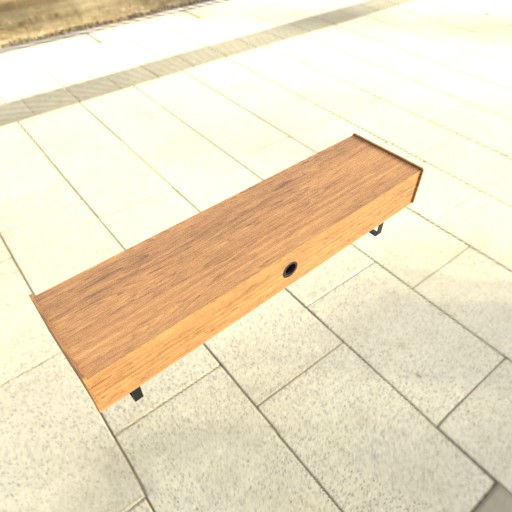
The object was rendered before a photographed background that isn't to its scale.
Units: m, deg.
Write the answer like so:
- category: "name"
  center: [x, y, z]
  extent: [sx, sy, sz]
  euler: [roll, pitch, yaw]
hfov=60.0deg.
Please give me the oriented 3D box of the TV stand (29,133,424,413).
- category: "TV stand"
  center: [0.000, 0.000, 2.056]
  extent: [1.796, 0.415, 0.467]
  euler: [-31, 53, -27]
